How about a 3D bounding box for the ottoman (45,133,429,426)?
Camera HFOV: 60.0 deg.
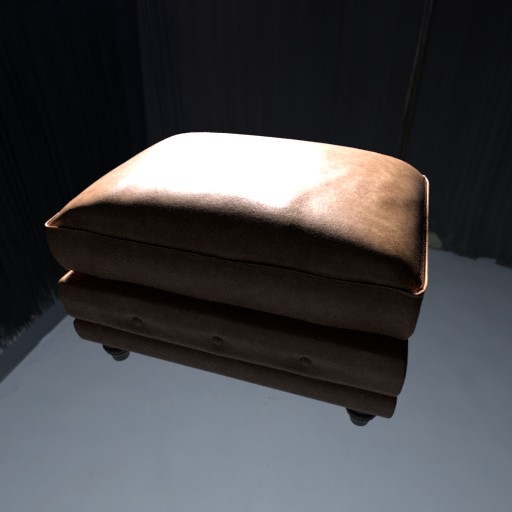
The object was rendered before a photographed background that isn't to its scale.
[{"bbox_3d":[0.000,0.000,1.038,0.710,0.480,0.533,10,34,15],"label":"ottoman"}]
